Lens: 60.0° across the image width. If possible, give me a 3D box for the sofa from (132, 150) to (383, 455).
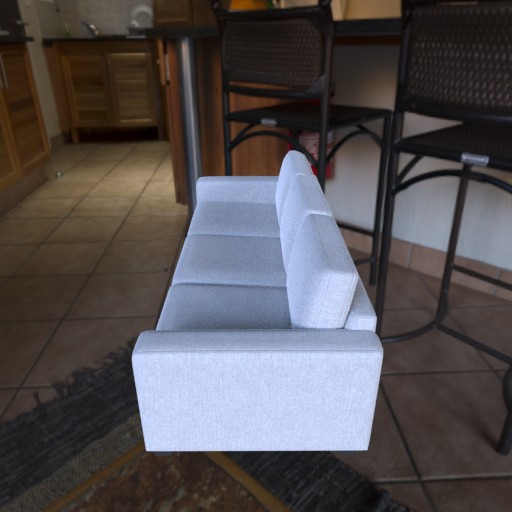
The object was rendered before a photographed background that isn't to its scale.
[{"bbox_3d":[0.000,0.000,2.543,0.900,0.800,2.120,0,27,0],"label":"sofa"}]
